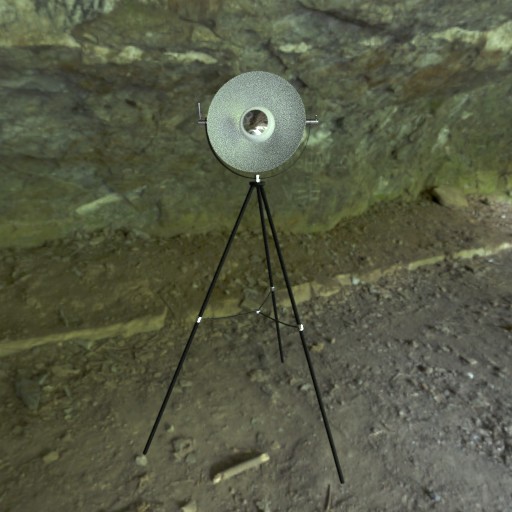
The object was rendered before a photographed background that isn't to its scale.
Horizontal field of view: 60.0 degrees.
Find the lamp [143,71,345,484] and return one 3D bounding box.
[{"bbox_3d":[0.000,0.000,1.977,0.817,1.512,0.920,2,15,9],"label":"lamp"}]
